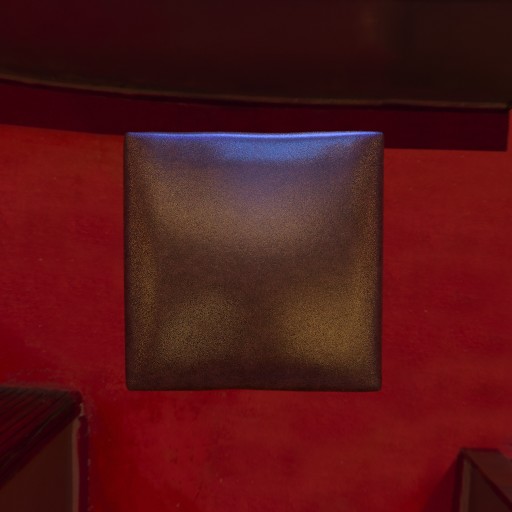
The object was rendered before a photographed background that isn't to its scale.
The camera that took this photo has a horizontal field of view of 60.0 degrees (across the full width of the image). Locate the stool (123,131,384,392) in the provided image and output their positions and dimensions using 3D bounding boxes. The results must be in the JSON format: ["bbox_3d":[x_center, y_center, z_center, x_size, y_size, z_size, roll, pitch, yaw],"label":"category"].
[{"bbox_3d":[0.000,0.000,0.944,0.382,0.702,0.383,0,92,1],"label":"stool"}]
